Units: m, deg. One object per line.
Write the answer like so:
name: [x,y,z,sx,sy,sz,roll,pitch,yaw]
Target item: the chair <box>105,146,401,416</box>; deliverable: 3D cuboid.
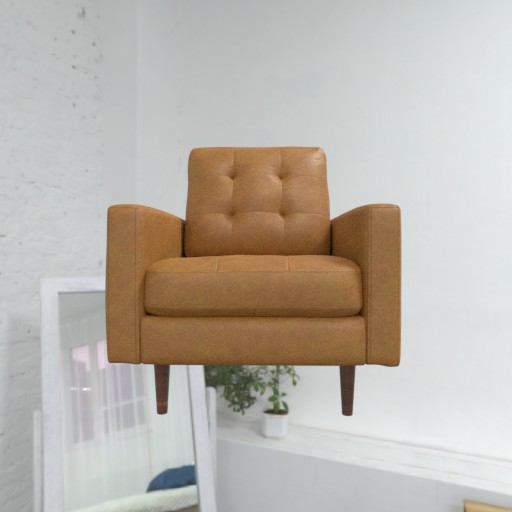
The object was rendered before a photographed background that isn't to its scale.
chair: [0.000,0.000,1.591,0.831,0.896,0.868,0,1,1]
